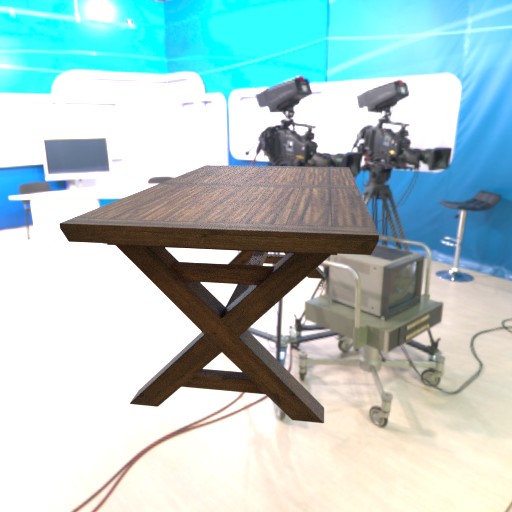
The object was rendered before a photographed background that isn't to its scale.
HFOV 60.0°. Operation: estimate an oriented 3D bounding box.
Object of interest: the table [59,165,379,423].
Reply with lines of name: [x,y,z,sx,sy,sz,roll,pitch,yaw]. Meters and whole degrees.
table: [0.000,0.000,2.492,1.071,0.793,1.966,3,18,8]
